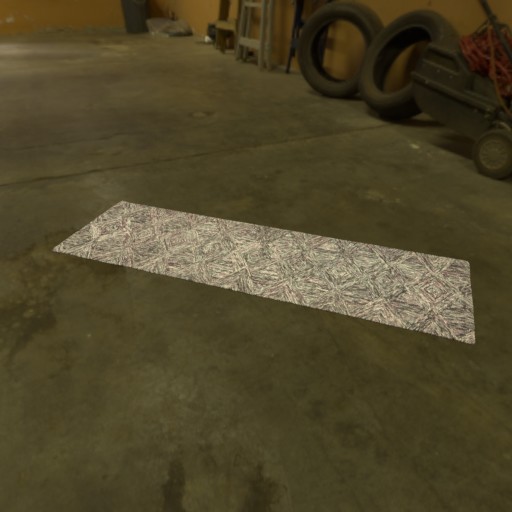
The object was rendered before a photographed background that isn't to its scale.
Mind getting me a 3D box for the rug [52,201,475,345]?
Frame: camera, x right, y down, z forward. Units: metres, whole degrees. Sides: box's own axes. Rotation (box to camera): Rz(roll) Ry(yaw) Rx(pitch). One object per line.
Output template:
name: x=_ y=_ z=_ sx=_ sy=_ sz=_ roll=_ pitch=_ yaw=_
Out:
rug: x=0.000 y=0.000 z=2.551 sx=2.305 sy=0.013 sz=0.719 roll=11 pitch=34 yaw=17
